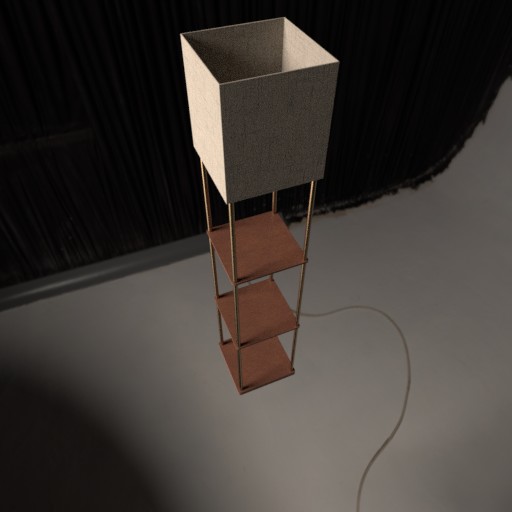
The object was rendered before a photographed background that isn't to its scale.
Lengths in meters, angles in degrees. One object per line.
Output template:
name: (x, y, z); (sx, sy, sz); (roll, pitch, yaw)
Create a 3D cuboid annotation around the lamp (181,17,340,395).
lamp: (0.000, 0.000, 1.701); (0.308, 1.569, 0.310); (-17, 50, -15)
